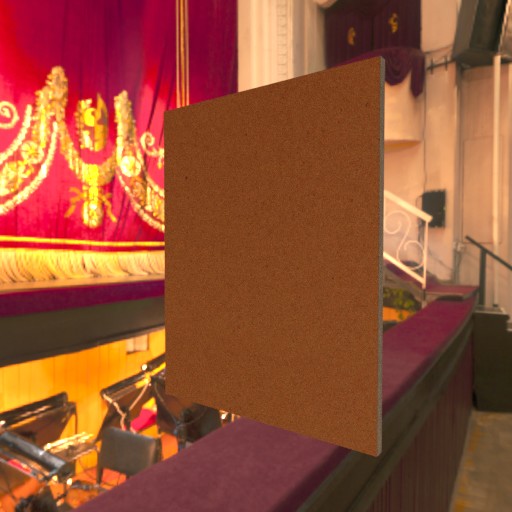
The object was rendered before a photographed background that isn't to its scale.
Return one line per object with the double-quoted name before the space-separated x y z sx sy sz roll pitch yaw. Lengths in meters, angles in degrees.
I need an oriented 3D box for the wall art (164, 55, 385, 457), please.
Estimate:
"wall art" 0.000 0.000 0.828 0.481 0.613 0.020 1 2 37
